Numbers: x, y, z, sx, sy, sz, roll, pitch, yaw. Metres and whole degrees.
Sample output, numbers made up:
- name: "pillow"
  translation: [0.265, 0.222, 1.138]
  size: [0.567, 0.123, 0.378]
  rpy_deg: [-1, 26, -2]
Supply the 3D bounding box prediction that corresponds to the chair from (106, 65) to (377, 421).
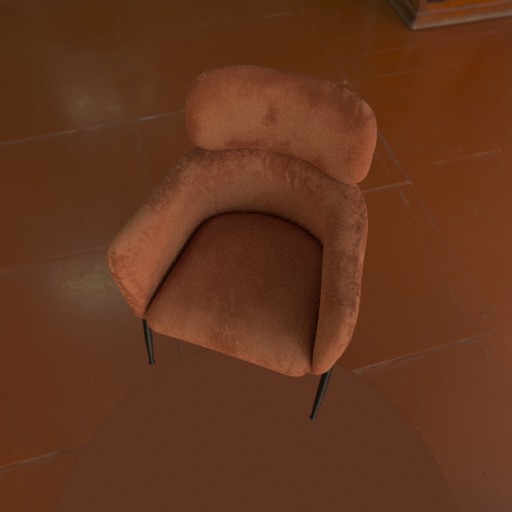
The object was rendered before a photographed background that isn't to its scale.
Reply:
- name: "chair"
  translation: [0.000, 0.000, 1.152]
  size: [0.561, 0.772, 0.523]
  rpy_deg: [16, 59, 10]
